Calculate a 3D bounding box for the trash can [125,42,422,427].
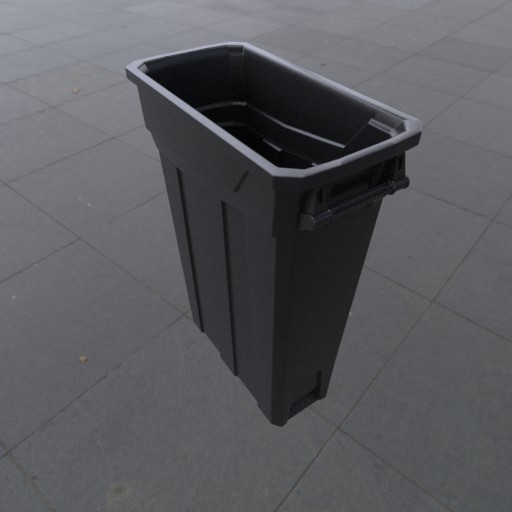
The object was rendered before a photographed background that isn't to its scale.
[{"bbox_3d":[0.000,0.000,1.018,0.281,0.762,0.559,-25,47,-25],"label":"trash can"}]
